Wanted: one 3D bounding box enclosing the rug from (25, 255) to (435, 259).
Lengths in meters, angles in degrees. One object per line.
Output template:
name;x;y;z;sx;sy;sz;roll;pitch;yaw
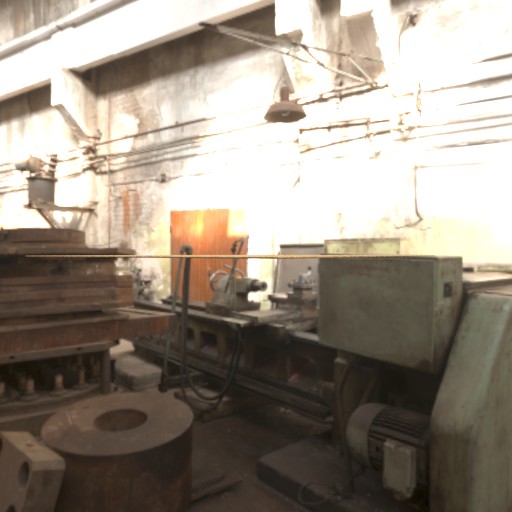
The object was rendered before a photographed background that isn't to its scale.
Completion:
rug;0.000;0.000;4.106;2.433;0.011;3.037;0;0;36
